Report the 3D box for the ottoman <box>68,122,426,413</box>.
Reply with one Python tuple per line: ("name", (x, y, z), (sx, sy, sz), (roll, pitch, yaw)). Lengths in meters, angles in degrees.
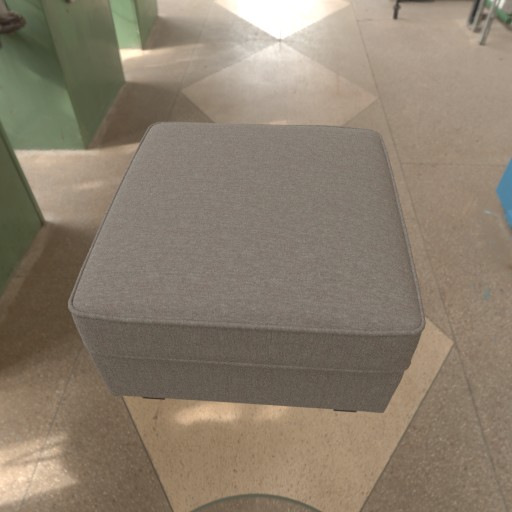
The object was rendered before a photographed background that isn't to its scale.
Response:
("ottoman", (0.000, 0.000, 1.399), (0.808, 0.612, 0.871), (3, 46, 3))
